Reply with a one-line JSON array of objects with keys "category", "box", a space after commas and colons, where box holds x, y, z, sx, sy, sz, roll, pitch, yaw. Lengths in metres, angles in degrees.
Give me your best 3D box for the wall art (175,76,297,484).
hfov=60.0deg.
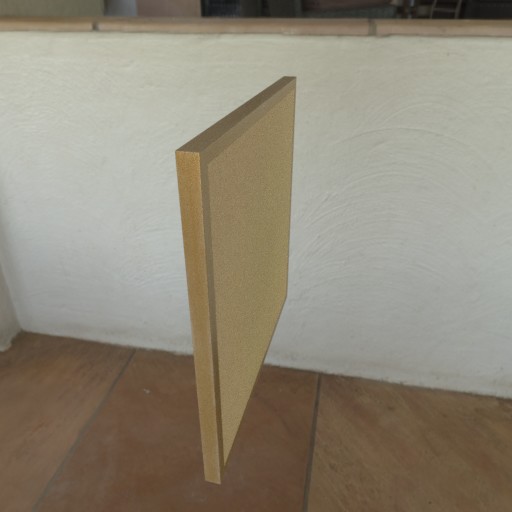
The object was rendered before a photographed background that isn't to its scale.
[{"category": "wall art", "box": [0.000, 0.000, 1.134, 0.037, 0.760, 0.762, 7, 31, 13]}]
